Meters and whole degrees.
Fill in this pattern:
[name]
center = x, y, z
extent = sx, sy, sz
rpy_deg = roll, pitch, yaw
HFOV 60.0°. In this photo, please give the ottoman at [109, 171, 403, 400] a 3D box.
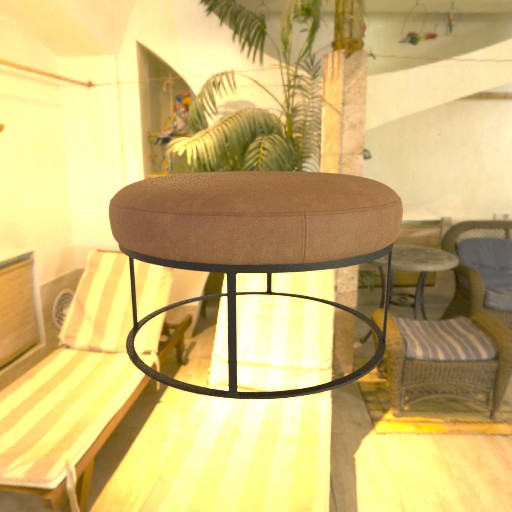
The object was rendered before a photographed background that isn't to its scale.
[ottoman]
center = 0.000, 0.000, 1.253
extent = 0.771, 0.460, 0.771
rpy_deg = 0, 13, 0
